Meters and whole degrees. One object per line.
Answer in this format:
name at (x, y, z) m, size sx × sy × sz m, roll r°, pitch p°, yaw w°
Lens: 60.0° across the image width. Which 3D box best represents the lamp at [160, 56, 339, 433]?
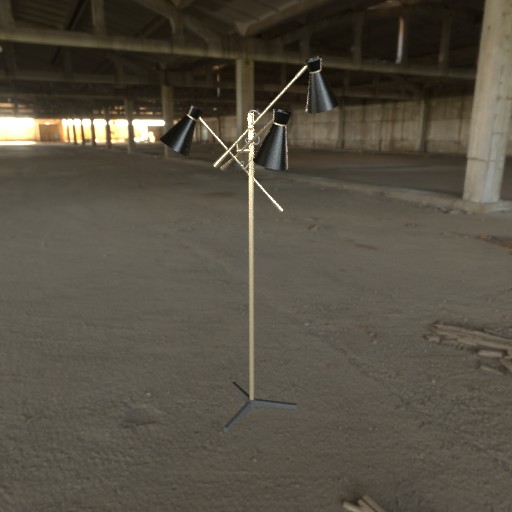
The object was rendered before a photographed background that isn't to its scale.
lamp at (0.000, 0.000, 2.162) m, size 0.750 × 1.804 × 0.653 m, roll -8°, pitch 17°, yaw -27°
